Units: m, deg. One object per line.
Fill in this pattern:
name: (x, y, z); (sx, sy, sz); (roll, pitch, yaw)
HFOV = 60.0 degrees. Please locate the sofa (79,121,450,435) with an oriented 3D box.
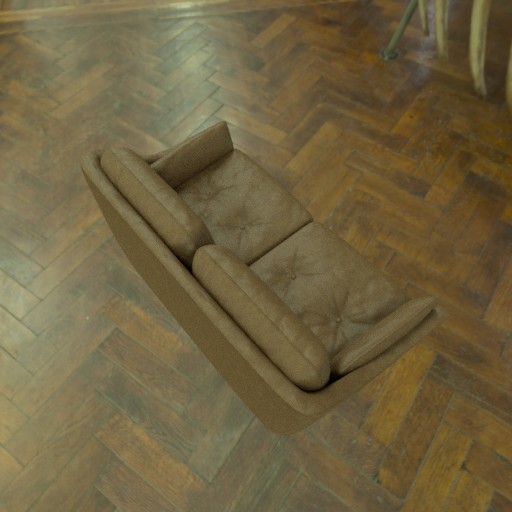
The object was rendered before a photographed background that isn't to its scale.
sofa: (0.000, 0.000, 2.314); (0.981, 0.886, 1.731); (-35, 64, -21)
